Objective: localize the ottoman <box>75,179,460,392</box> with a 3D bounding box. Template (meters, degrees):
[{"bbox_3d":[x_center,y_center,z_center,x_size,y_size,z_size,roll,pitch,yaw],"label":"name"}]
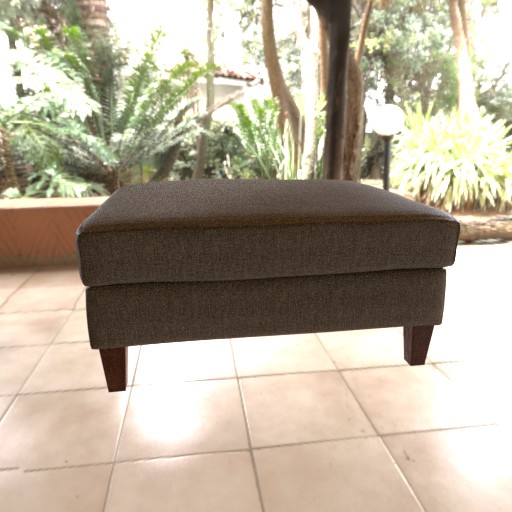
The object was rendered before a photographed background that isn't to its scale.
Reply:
[{"bbox_3d":[0.000,0.000,1.531,0.994,0.492,0.839,-3,16,-9],"label":"ottoman"}]
